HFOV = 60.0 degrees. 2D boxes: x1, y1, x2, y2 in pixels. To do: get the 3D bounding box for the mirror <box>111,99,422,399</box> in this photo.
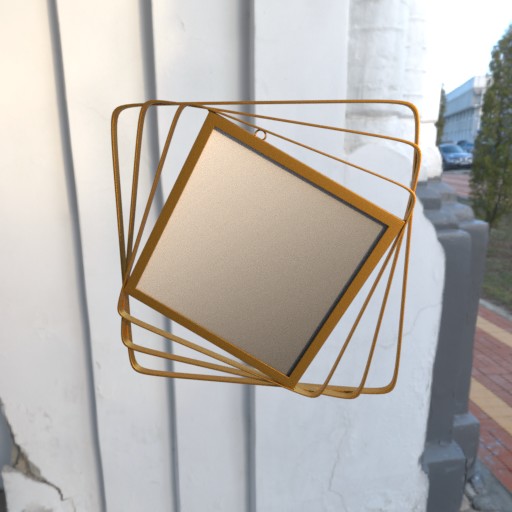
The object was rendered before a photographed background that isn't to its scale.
[{"bbox_3d":[0.000,0.000,0.698,0.470,0.468,0.045,2,15,9],"label":"mirror"}]
